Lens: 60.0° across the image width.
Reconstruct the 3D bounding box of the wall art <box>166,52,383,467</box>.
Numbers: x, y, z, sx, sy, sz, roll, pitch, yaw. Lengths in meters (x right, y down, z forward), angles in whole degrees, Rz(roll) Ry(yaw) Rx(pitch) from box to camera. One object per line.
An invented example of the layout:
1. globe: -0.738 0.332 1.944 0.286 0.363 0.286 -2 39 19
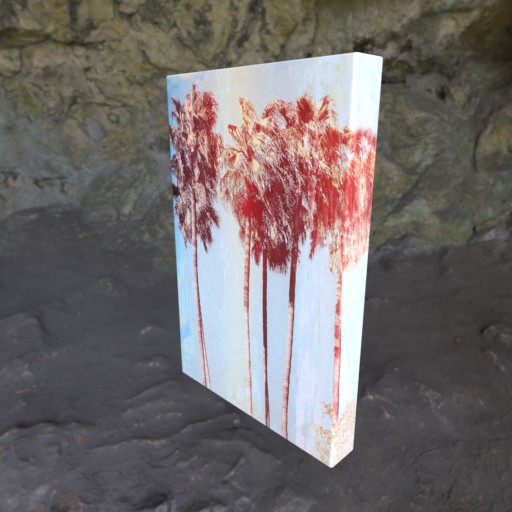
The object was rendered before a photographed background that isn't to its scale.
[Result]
1. wall art: 0.000 0.000 0.482 0.039 0.380 0.251 -16 23 -42
